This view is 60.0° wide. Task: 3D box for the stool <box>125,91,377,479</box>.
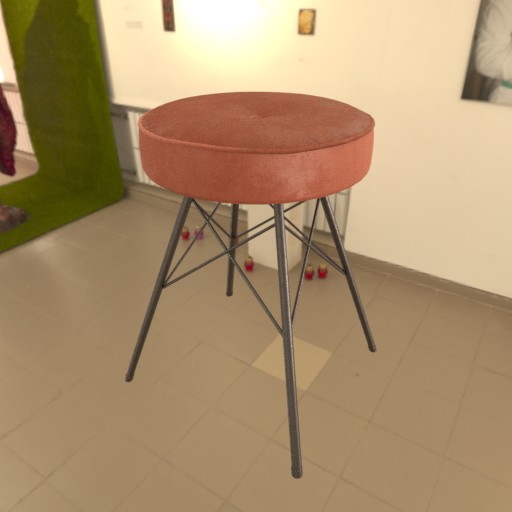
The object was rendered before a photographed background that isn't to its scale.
[{"bbox_3d":[0.000,0.000,0.914,0.457,0.593,0.421,18,34,28],"label":"stool"}]
